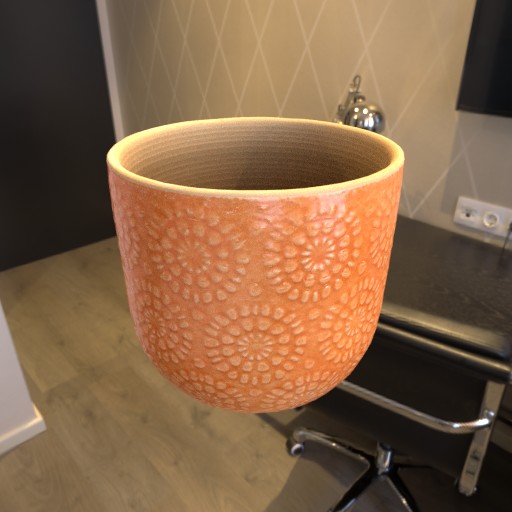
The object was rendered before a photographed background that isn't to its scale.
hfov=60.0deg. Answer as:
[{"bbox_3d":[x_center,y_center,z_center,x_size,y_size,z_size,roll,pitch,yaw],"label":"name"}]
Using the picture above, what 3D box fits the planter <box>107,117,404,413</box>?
[{"bbox_3d":[0.000,0.000,0.287,0.170,0.152,0.170,0,28,0],"label":"planter"}]
